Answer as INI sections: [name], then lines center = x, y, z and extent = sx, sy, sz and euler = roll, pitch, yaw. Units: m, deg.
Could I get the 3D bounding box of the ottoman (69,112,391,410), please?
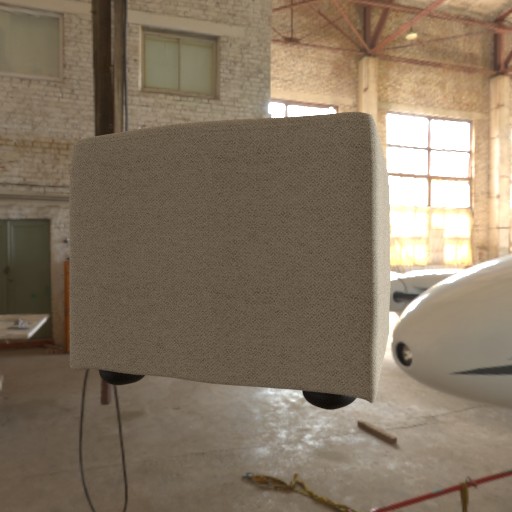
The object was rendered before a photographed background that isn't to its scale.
[ottoman]
center = 0.000, 0.000, 0.906
extent = 0.512, 0.453, 0.521
euler = 0, 1, 19
